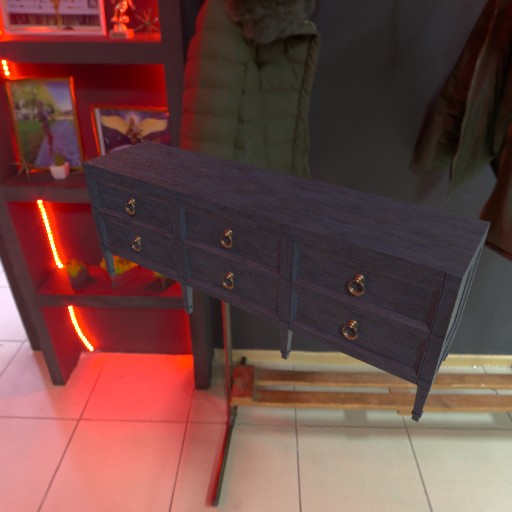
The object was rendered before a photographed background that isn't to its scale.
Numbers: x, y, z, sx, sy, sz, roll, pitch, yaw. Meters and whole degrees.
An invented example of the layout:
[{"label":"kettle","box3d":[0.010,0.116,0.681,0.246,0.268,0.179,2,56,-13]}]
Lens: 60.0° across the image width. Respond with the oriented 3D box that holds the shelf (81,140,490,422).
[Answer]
[{"label":"shelf","box3d":[0.000,0.000,2.189,1.878,0.715,0.471,20,36,29]}]
